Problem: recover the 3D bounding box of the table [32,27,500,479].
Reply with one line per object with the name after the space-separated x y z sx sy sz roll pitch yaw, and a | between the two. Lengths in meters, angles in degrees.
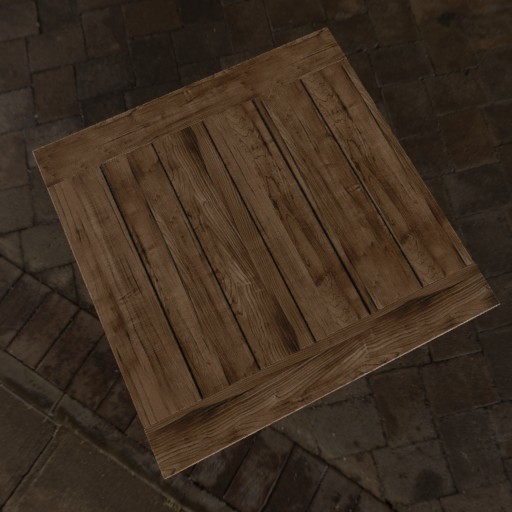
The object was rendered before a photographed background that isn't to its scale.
0.000 0.000 0.994 0.610 0.457 0.610 -25 77 -6 | table
